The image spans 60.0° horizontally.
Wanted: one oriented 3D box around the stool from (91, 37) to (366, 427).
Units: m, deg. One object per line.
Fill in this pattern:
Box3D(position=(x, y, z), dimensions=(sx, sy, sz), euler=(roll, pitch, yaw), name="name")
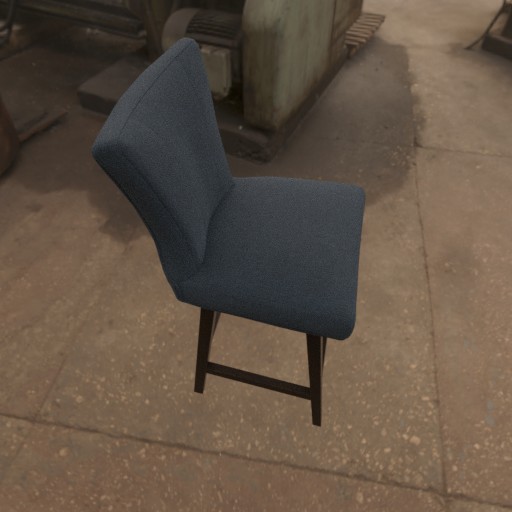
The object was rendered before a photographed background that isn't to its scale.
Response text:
Box3D(position=(0.000, 0.000, 1.281), dimensions=(0.574, 1.000, 0.514), euler=(9, 48, 8), name="stool")
